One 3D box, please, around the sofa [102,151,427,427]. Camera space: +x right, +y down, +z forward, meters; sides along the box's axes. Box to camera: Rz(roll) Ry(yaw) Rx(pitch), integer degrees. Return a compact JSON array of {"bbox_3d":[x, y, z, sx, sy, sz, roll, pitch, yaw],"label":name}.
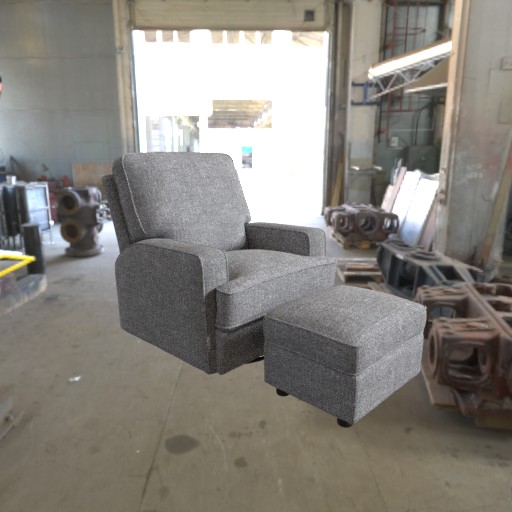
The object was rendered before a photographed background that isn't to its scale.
[{"bbox_3d":[0.000,0.000,2.095,1.472,0.959,0.861,13,18,43],"label":"sofa"}]
